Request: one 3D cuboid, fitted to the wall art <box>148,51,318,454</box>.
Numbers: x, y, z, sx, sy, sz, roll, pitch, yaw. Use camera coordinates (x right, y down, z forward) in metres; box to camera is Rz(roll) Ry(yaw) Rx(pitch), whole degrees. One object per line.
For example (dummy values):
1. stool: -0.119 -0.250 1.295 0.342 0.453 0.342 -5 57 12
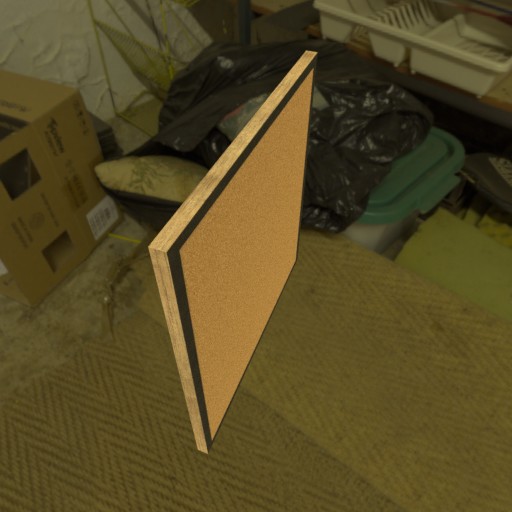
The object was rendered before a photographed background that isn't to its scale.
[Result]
1. wall art: 0.000 0.000 1.046 0.029 0.691 0.695 16 48 15
